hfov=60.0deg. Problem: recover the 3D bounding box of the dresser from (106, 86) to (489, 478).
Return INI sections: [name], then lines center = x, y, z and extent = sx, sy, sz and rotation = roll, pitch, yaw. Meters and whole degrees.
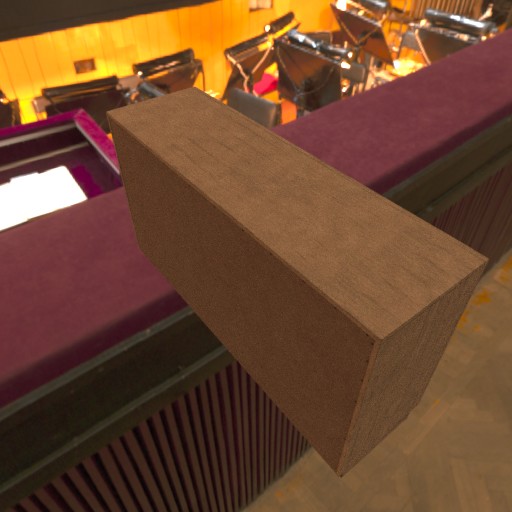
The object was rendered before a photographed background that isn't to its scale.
[dresser]
center = 0.000, 0.000, 1.970
extent = 0.483, 0.889, 1.628
rotation = -28, 49, -27
